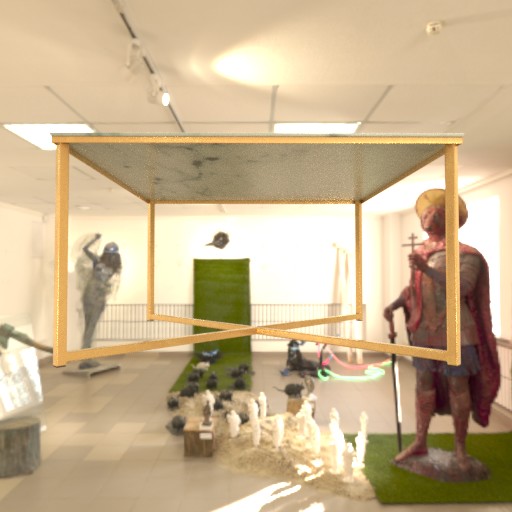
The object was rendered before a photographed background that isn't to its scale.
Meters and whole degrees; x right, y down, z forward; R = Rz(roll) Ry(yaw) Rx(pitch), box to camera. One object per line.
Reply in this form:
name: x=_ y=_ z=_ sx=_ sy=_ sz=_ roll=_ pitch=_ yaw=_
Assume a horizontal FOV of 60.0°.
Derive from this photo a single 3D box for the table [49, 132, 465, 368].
table: x=0.000 y=0.000 z=1.245 sx=0.800 sy=0.450 sz=0.800 roll=0 pitch=-2 yaw=0
